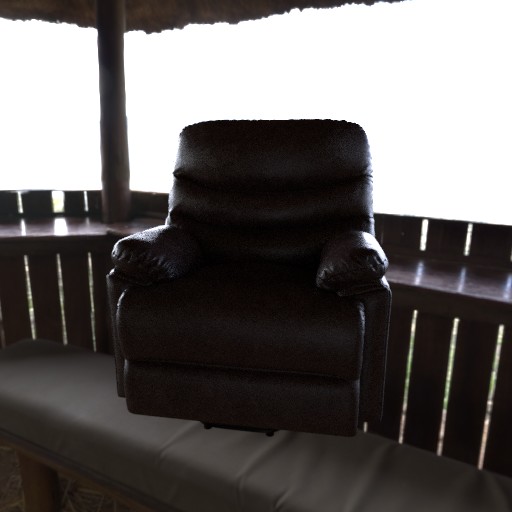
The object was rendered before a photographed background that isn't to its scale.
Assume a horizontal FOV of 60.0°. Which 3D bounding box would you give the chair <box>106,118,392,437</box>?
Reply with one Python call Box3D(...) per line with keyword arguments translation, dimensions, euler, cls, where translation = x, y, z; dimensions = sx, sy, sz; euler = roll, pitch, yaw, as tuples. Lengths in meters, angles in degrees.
Box3D(translation=(0.000, 0.000, 1.693), dimensions=(0.940, 1.041, 0.879), euler=(2, 14, 10), cls="chair")
